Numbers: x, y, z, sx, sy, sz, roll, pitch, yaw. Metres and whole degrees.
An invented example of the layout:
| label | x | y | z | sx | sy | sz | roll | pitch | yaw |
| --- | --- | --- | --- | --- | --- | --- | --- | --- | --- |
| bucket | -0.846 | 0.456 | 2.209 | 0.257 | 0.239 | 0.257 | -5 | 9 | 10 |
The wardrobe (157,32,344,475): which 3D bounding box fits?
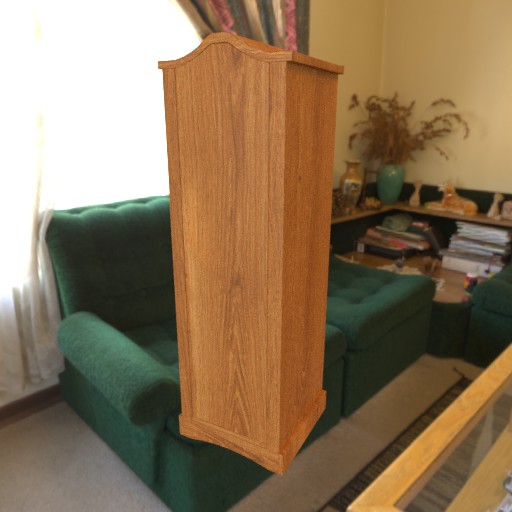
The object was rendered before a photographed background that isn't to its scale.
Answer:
| label | x | y | z | sx | sy | sz | roll | pitch | yaw |
| --- | --- | --- | --- | --- | --- | --- | --- | --- | --- |
| wardrobe | 0.000 | 0.000 | 2.130 | 0.590 | 1.870 | 0.570 | 9 | 20 | 27 |
